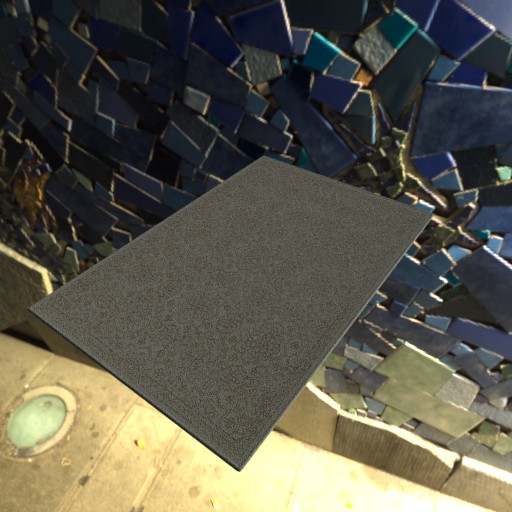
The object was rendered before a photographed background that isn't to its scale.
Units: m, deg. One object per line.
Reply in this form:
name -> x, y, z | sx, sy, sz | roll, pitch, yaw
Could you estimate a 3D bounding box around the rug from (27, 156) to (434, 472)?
rug -> 0.000, 0.000, 2.280 | 1.219, 0.010, 1.829 | 25, 46, 27
